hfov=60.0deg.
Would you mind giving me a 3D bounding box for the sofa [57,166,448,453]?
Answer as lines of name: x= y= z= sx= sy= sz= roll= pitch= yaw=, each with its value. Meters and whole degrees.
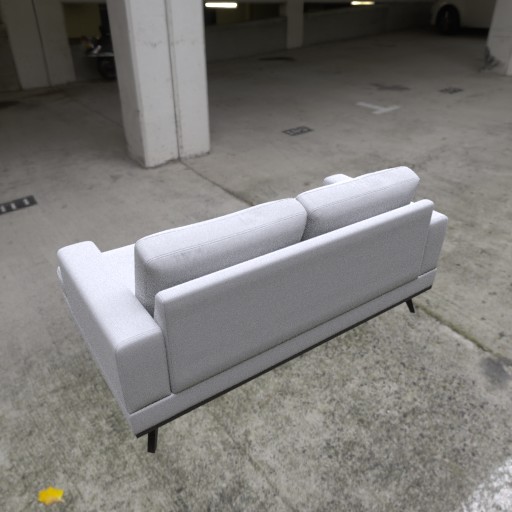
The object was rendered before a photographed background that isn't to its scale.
sofa: x=0.000 y=0.000 z=2.131 sx=1.650 sy=0.810 sz=0.920 roll=-19 pitch=35 yaw=-29
